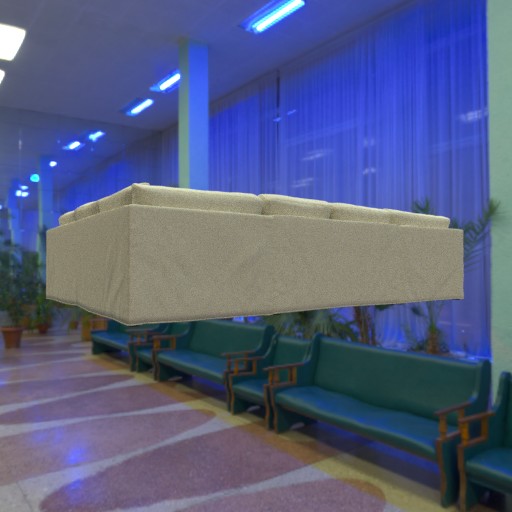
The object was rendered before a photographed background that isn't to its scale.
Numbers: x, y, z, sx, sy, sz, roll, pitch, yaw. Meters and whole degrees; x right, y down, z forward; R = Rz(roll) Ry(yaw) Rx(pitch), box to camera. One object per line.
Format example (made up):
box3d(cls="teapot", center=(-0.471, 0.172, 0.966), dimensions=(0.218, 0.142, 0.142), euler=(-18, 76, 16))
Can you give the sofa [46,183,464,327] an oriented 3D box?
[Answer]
box3d(cls="sofa", center=(0.000, 0.000, 4.447), dimensions=(3.464, 0.882, 2.448), euler=(1, -1, -36))
